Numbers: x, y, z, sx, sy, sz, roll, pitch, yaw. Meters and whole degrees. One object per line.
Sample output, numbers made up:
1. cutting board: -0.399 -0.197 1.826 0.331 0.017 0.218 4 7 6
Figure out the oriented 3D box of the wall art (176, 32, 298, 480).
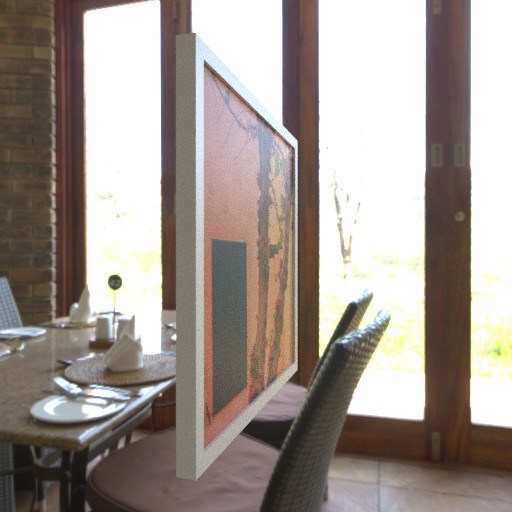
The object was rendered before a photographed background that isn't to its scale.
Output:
1. wall art: 0.000 0.000 1.121 0.038 0.762 0.762 0 0 18
